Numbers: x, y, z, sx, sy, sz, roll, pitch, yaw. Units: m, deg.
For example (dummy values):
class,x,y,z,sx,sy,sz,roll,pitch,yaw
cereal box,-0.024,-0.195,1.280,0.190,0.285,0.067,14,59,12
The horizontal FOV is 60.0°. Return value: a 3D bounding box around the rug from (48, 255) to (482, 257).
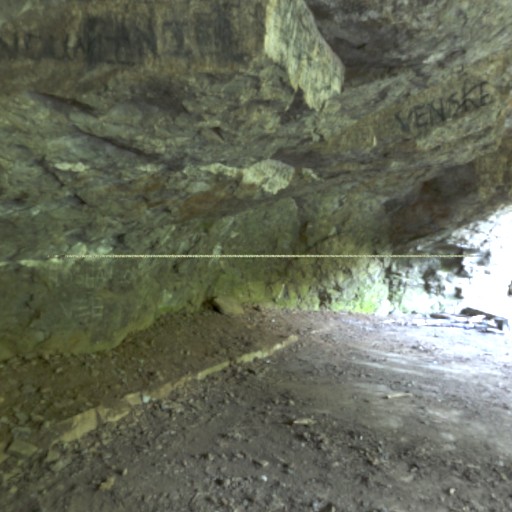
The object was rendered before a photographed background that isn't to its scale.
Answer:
class,x,y,z,sx,sy,sz,roll,pitch,yaw
rug,0.000,0.000,3.041,2.435,0.010,1.544,0,0,-18
